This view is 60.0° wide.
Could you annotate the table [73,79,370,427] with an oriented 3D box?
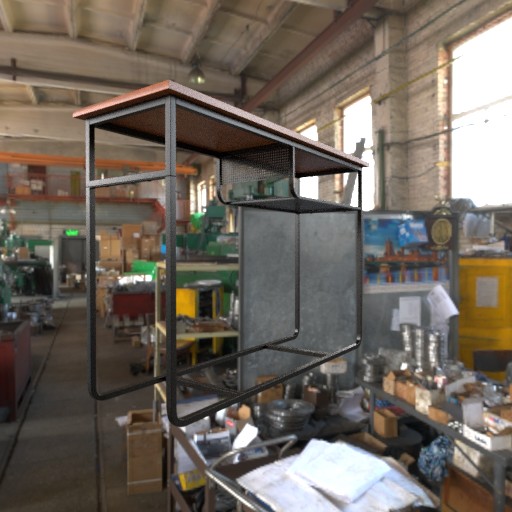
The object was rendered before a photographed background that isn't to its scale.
[{"bbox_3d":[0.000,0.000,1.472,0.350,0.750,1.100,1,1,36],"label":"table"}]
